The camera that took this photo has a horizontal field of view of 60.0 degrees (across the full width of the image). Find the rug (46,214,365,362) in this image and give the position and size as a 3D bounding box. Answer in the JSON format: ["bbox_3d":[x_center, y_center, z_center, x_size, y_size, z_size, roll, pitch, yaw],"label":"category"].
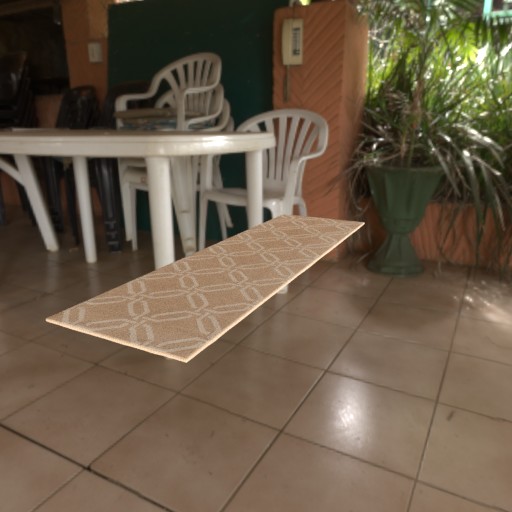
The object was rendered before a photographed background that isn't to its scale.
[{"bbox_3d":[0.000,0.000,2.548,0.678,0.014,2.276,9,19,26],"label":"rug"}]
